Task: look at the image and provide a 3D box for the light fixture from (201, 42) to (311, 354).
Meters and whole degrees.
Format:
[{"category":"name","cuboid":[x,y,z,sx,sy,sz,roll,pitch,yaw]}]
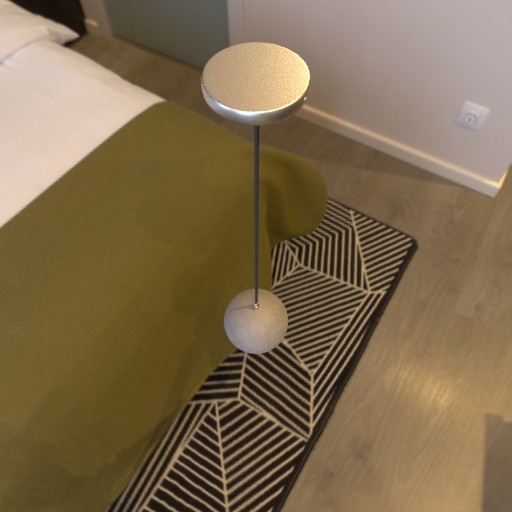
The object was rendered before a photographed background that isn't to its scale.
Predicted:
[{"category":"light fixture","cuboid":[0.000,0.000,0.805,0.153,0.760,0.153,1,59,1]}]
